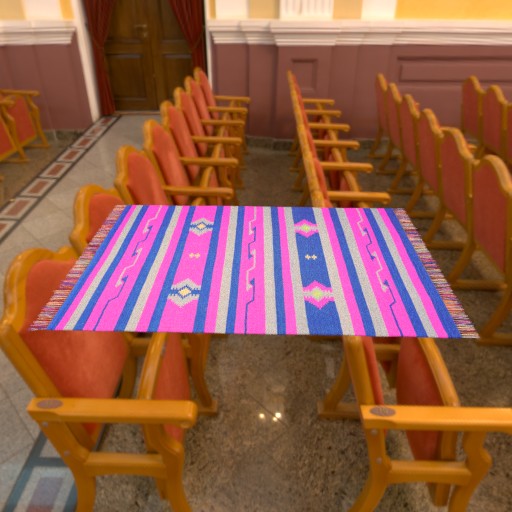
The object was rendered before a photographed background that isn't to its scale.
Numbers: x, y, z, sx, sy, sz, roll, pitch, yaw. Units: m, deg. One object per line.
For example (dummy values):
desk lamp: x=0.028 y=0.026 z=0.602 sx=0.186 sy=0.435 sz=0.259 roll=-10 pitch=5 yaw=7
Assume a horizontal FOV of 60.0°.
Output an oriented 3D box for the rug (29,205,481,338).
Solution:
rug: x=0.000 y=0.000 z=2.923 sx=2.350 sy=0.013 sz=1.539 roll=1 pitch=32 yaw=1
